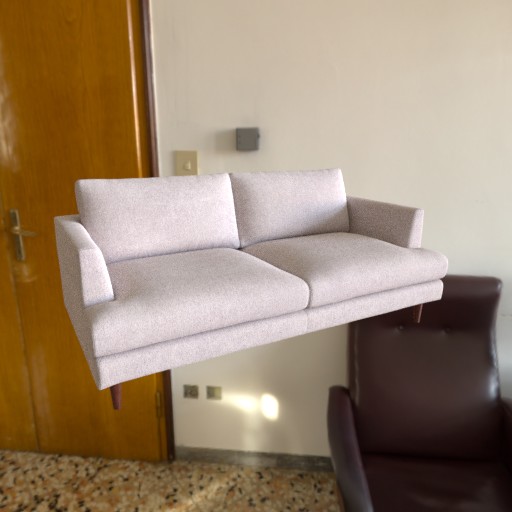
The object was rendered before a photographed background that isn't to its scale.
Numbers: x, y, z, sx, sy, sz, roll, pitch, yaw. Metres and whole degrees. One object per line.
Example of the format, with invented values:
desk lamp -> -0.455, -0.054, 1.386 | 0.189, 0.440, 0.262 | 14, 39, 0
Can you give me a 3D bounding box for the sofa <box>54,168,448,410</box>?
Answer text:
sofa -> 0.000, 0.000, 2.466 | 1.948, 0.868, 1.020 | -9, 18, -28
